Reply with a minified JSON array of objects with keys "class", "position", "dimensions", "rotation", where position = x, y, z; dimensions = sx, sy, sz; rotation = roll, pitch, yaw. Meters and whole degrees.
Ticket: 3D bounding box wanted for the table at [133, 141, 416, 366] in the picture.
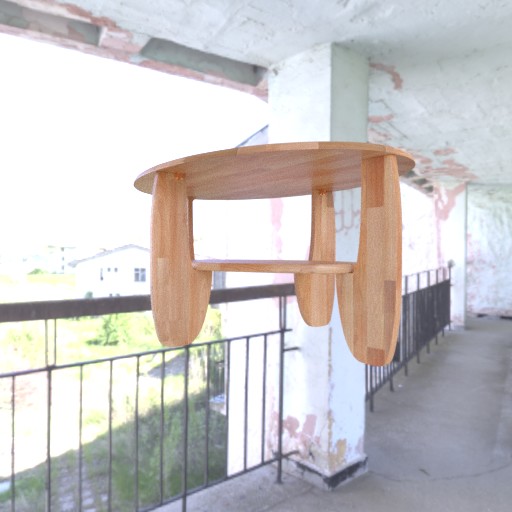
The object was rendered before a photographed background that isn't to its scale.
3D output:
[{"class":"table","position":[0.000,0.000,1.375],"dimensions":[0.690,0.490,1.040],"rotation":[0,1,-37]}]
